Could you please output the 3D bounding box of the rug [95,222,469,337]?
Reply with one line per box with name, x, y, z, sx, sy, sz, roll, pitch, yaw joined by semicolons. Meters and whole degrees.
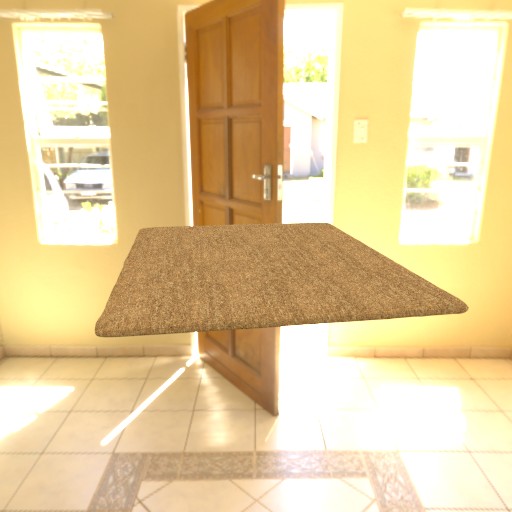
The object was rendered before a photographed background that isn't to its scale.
rug;0.000;0.000;3.865;2.242;0.050;2.873;-2;15;-9
